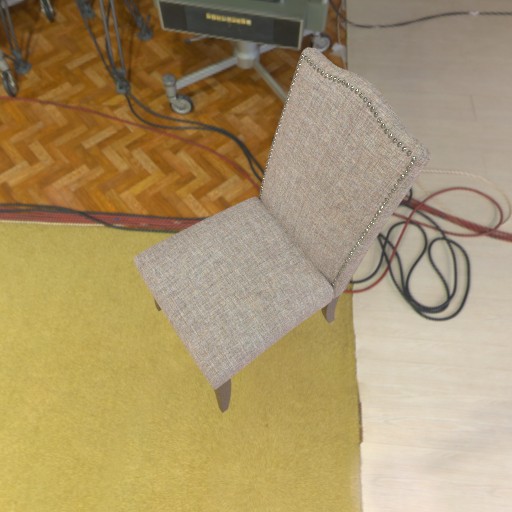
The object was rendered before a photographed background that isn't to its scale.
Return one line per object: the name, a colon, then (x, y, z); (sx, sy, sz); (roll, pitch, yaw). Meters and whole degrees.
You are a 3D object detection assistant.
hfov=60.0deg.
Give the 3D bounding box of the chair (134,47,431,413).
chair: (0.000, 0.000, 1.384); (0.660, 1.016, 0.513); (-32, 67, -15)
